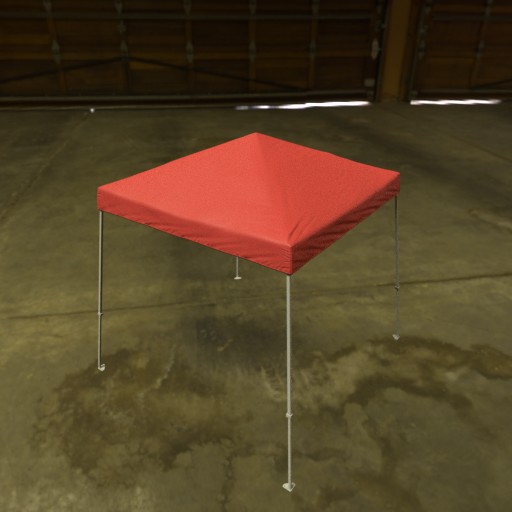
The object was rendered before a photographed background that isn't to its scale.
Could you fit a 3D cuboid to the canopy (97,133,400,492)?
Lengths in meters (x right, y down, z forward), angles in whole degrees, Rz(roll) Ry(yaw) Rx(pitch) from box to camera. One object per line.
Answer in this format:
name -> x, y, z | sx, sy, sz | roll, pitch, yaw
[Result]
canopy -> 0.000, 0.000, 5.204 | 2.848, 2.849, 2.849 | 18, 32, 31
